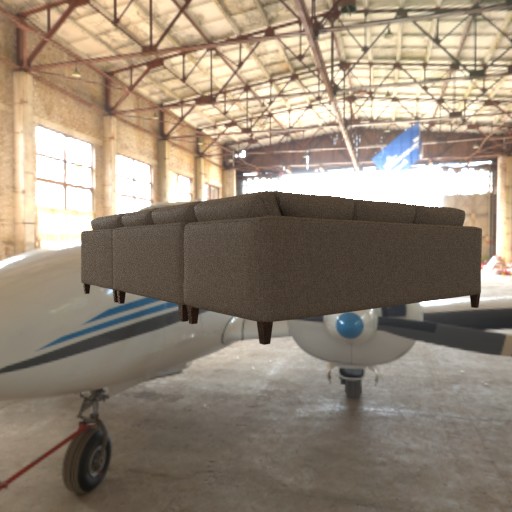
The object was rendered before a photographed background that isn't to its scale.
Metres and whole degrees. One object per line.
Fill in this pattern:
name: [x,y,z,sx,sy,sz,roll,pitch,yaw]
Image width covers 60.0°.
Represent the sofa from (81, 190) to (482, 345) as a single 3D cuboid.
sofa: [0.000,0.000,4.510,2.551,0.889,3.403,-1,2,-37]
